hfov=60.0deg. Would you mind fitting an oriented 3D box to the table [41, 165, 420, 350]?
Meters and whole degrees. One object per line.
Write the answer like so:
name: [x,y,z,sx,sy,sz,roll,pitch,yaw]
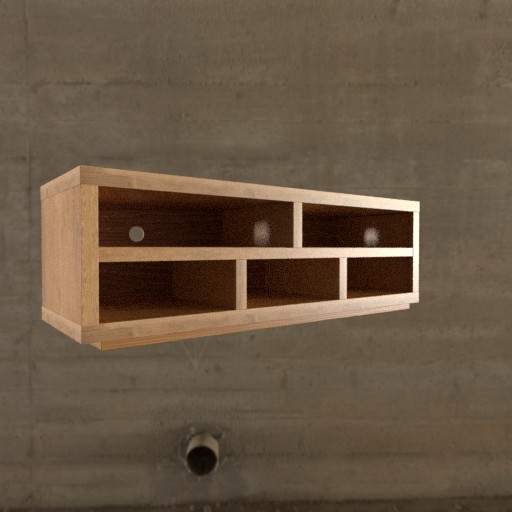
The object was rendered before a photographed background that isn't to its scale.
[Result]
table: [0.000,0.000,1.793,1.499,0.491,0.499,-1,1,-37]
